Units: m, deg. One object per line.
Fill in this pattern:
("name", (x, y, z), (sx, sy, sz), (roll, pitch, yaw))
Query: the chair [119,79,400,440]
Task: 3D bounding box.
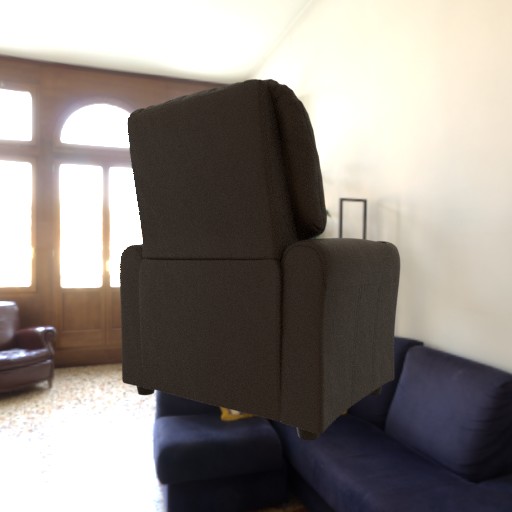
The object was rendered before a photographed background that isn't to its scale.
("chair", (0.000, 0.000, 1.134), (0.610, 0.709, 0.521), (0, 0, 35))
